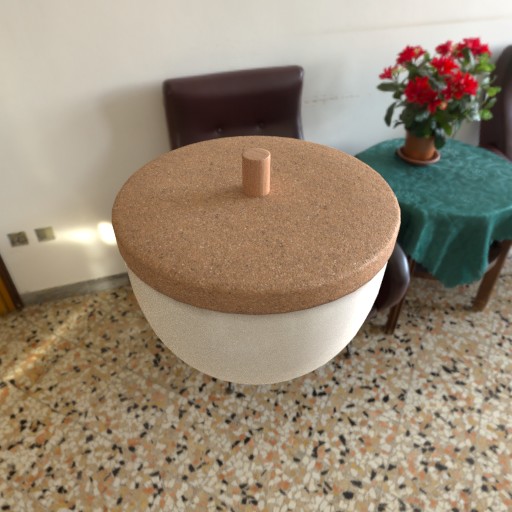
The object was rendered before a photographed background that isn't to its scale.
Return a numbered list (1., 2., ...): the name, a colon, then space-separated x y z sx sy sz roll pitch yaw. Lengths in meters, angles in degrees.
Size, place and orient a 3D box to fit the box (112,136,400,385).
1. box: 0.000 0.000 0.187 0.107 0.094 0.107 0 39 0
